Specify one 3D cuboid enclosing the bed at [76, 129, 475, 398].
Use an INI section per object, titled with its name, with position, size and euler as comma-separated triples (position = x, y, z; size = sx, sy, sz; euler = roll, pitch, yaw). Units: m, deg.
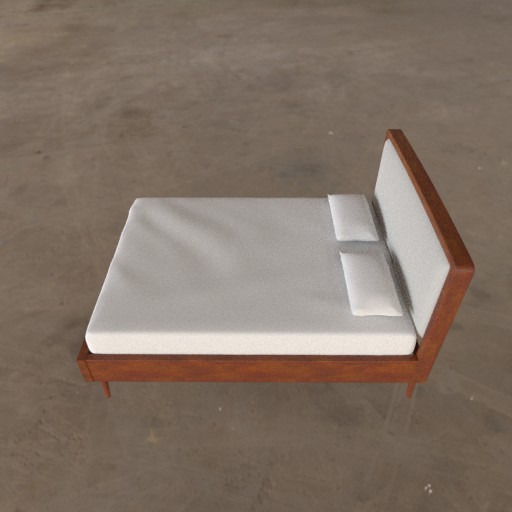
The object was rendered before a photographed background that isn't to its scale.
[bed]
position = 0.000, 0.000, 3.201
size = 2.196, 1.275, 1.587
euler = 0, 41, 0
